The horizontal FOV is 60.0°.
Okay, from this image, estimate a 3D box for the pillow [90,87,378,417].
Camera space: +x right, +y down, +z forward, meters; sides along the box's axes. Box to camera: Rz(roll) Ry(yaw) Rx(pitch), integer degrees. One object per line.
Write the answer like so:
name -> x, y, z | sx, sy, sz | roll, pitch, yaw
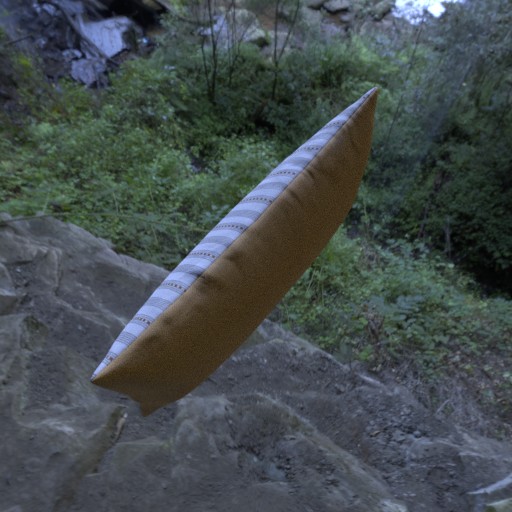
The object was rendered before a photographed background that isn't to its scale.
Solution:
pillow -> 0.000, 0.000, 0.737 | 0.151, 0.291, 0.608 | 36, 68, 17
